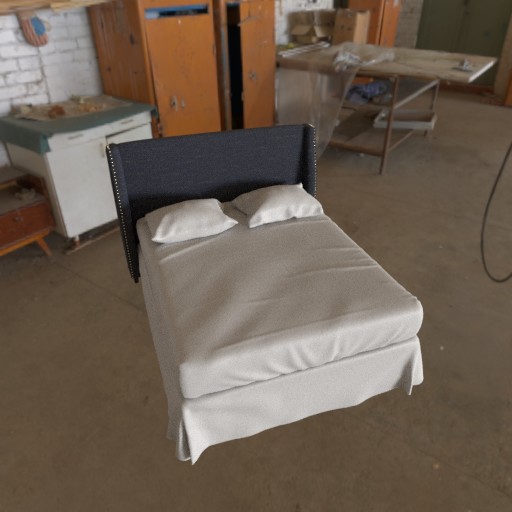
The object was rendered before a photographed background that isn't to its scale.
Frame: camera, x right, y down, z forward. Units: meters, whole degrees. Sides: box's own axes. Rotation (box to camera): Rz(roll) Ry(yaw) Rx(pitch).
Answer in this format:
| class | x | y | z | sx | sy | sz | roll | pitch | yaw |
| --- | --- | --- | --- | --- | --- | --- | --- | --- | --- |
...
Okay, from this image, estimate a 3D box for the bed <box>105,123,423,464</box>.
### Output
| class | x | y | z | sx | sy | sz | roll | pitch | yaw |
| --- | --- | --- | --- | --- | --- | --- | --- | --- | --- |
| bed | 0.000 | 0.000 | 3.459 | 1.925 | 1.332 | 2.276 | -11 | 34 | -16 |
